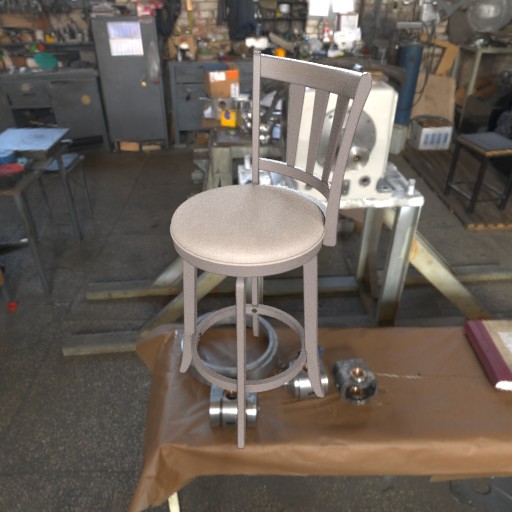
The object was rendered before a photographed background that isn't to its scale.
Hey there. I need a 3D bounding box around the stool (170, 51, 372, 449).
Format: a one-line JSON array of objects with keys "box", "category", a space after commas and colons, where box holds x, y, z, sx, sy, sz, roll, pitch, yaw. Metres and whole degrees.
[{"box": [0.000, 0.000, 1.289, 0.475, 1.023, 0.436, -21, 38, -30], "category": "stool"}]
